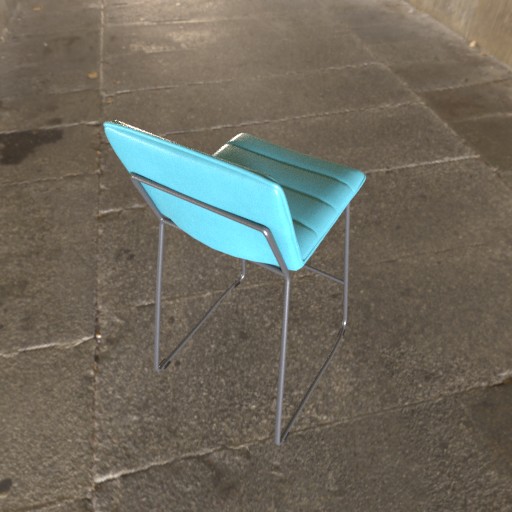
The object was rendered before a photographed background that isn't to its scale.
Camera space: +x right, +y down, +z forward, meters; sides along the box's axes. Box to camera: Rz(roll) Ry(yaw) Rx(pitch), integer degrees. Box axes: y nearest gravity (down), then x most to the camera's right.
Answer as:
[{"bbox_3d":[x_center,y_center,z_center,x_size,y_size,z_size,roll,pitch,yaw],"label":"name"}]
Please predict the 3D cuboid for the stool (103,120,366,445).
[{"bbox_3d":[0.000,0.000,1.227,0.489,0.936,0.524,24,50,22],"label":"stool"}]
